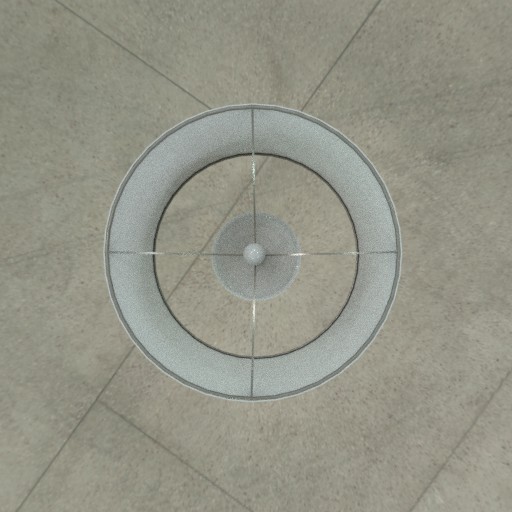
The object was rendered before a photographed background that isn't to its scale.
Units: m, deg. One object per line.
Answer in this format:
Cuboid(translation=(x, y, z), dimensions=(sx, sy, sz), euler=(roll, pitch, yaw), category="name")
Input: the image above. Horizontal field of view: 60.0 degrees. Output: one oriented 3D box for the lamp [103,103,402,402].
Cuboid(translation=(0.000, 0.000, 0.704), dimensions=(0.310, 0.502, 0.310), euler=(0, 89, 1), category="lamp")
